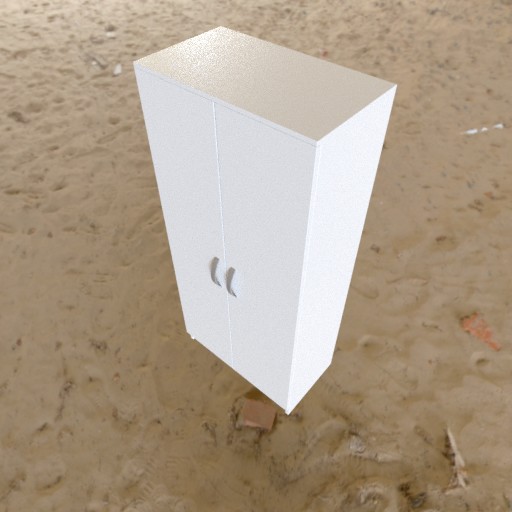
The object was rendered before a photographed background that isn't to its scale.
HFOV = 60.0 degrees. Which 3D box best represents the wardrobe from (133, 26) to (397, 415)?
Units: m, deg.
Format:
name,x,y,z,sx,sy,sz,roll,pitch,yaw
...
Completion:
name,x,y,z,sx,sy,sz,roll,pitch,yaw
wardrobe,0.000,0.000,2.047,0.760,1.700,0.470,32,54,27
